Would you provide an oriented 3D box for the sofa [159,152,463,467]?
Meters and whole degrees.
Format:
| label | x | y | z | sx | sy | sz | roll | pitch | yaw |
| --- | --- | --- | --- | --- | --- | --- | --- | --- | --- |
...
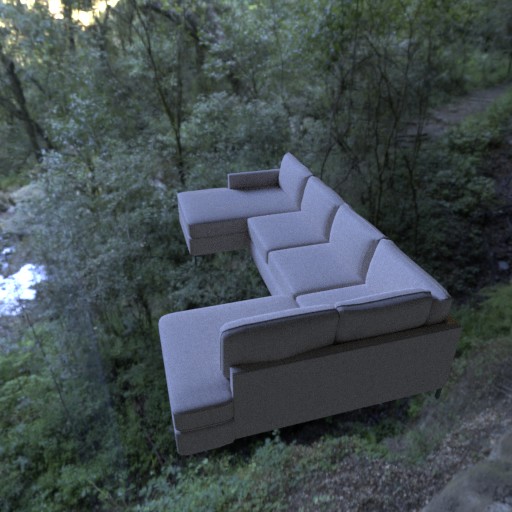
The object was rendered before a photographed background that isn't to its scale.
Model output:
| label | x | y | z | sx | sy | sz | roll | pitch | yaw |
| --- | --- | --- | --- | --- | --- | --- | --- | --- | --- |
| sofa | 0.000 | 0.000 | 4.305 | 2.021 | 0.996 | 3.423 | -8 | 32 | -14 |
